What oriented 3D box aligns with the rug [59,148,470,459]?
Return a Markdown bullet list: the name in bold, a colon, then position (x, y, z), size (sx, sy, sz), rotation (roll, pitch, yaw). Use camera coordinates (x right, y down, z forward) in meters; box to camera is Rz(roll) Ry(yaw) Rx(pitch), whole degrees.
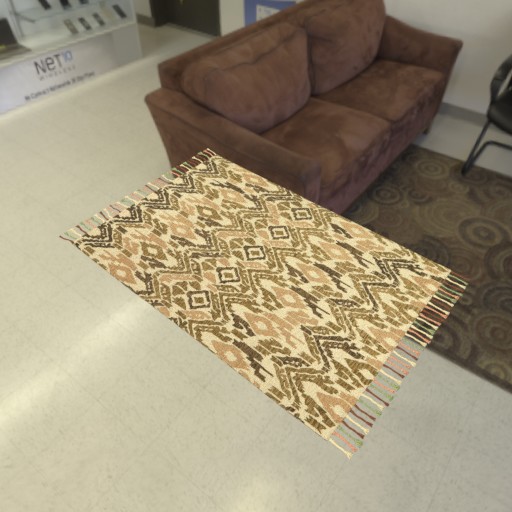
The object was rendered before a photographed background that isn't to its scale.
- **rug**: position (0.000, 0.000, 3.036), size (2.438, 0.008, 1.524), rotation (31, 53, 27)
